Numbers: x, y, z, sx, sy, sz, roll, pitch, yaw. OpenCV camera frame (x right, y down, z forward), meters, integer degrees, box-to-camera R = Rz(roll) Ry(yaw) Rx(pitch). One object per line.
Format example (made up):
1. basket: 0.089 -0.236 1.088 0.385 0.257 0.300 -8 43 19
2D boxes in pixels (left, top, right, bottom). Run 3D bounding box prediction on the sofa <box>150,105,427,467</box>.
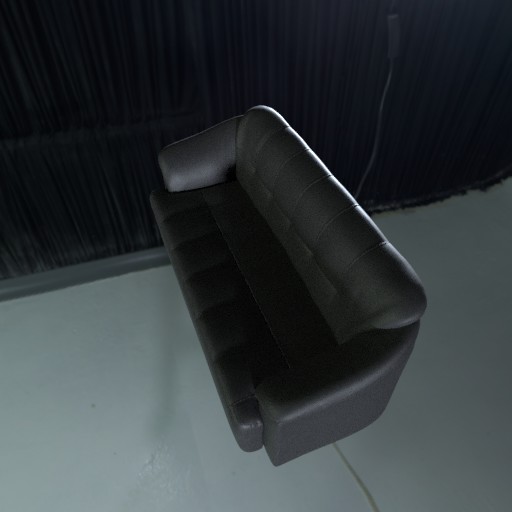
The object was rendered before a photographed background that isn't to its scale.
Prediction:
1. sofa: 0.000 0.000 2.262 0.800 0.811 1.829 -16 48 -15
